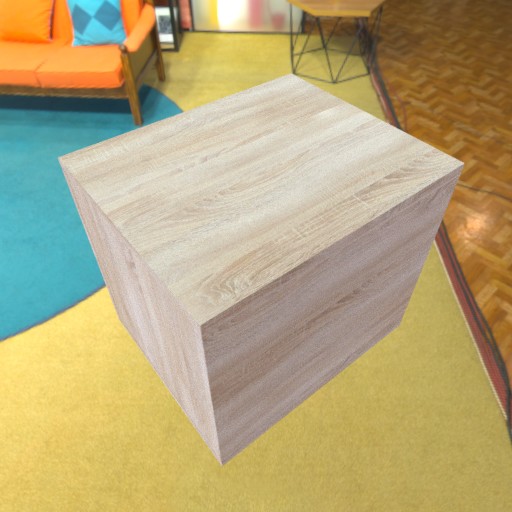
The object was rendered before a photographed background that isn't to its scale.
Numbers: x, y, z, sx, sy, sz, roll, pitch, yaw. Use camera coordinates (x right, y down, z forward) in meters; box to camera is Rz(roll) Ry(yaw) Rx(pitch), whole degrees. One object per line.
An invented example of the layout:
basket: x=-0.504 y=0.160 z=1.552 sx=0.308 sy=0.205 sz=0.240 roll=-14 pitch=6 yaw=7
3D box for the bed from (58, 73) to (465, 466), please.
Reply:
bed: x=0.000 y=0.000 z=0.806 sx=0.460 sy=0.420 sz=0.401 roll=-30 pitch=53 yaw=-25
